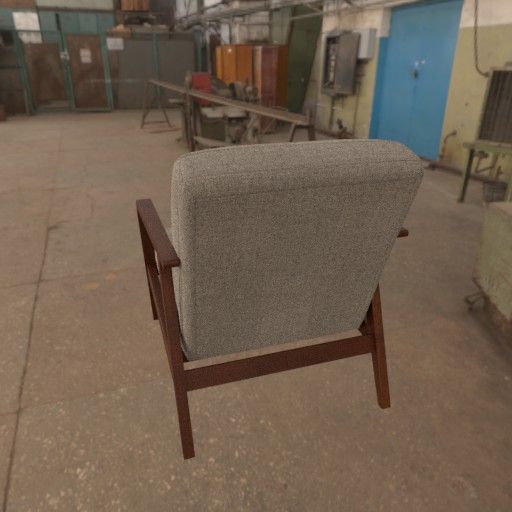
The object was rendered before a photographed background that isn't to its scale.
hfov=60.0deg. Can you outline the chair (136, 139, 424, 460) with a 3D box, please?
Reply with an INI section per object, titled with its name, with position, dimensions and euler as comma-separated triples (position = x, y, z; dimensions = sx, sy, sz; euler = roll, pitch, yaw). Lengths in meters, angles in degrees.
[chair]
position = 0.000, 0.000, 1.479
dimensions = 0.704, 0.847, 0.858
euler = -8, 25, -16
